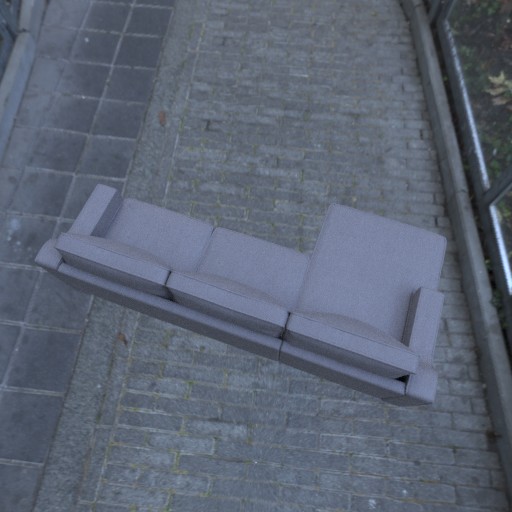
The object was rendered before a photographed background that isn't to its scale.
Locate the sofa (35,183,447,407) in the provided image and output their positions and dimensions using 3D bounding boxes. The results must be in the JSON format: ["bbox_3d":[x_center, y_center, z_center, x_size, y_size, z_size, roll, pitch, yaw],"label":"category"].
[{"bbox_3d":[0.000,0.000,3.149,2.561,0.928,1.294,18,66,8],"label":"sofa"}]
